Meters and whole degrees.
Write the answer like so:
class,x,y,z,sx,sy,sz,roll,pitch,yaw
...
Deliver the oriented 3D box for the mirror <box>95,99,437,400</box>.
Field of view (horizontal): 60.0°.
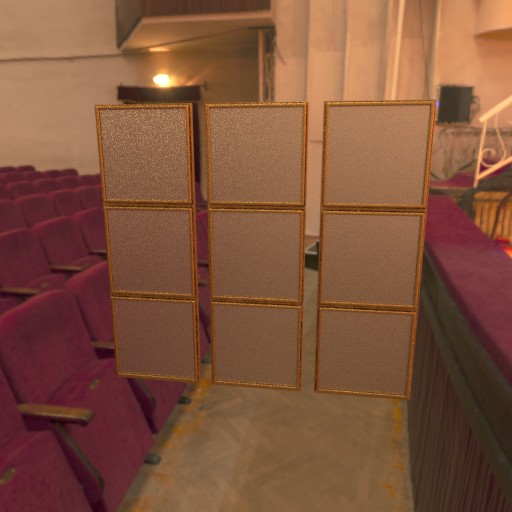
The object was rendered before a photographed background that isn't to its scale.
class,x,y,z,sx,sy,sz,roll,pitch,yaw
mirror,0.000,0.000,1.407,1.011,0.926,0.023,2,14,8
